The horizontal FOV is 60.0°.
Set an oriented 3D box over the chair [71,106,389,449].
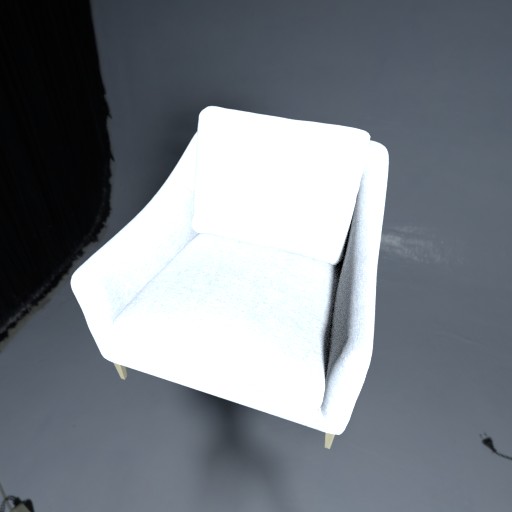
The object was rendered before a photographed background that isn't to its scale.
[{"bbox_3d":[0.000,0.000,1.736,0.986,0.902,0.961,13,42,15],"label":"chair"}]
